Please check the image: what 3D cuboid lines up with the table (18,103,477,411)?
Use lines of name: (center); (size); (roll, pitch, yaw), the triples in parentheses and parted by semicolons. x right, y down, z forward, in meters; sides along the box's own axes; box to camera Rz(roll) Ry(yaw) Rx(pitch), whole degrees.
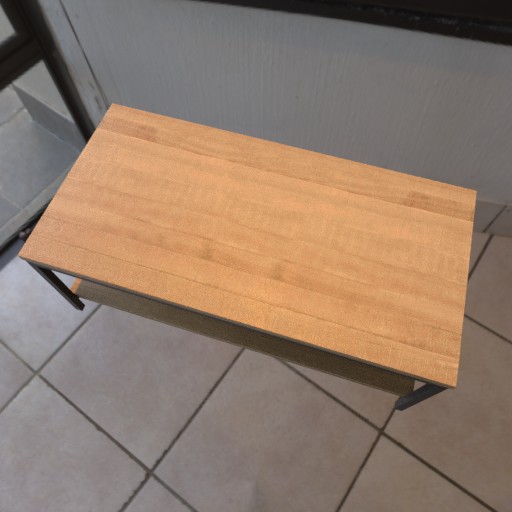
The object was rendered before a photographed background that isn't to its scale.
table: (0.000, 0.000, 1.350); (1.100, 0.399, 0.551); (16, 64, 8)
